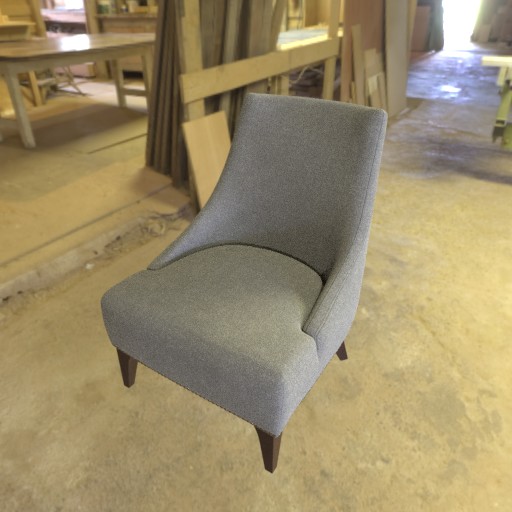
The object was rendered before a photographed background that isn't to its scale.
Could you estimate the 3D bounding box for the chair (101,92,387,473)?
[{"bbox_3d":[0.000,0.000,1.515,0.701,0.909,0.861,18,35,28],"label":"chair"}]
